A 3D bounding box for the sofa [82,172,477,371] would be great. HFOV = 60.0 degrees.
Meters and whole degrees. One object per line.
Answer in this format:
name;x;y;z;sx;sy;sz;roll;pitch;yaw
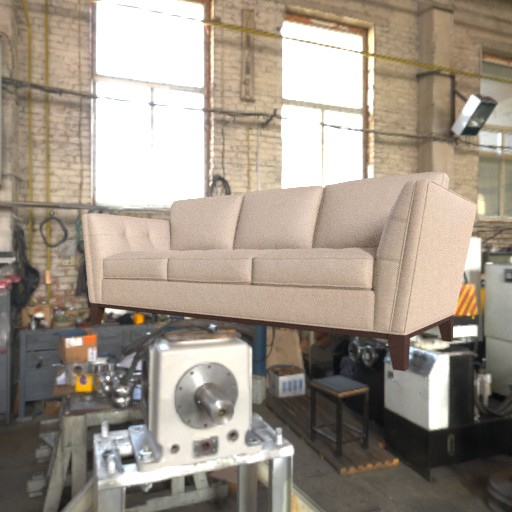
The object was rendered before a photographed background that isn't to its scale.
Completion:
sofa;0.000;0.000;2.813;2.388;0.940;0.965;0;0;37
